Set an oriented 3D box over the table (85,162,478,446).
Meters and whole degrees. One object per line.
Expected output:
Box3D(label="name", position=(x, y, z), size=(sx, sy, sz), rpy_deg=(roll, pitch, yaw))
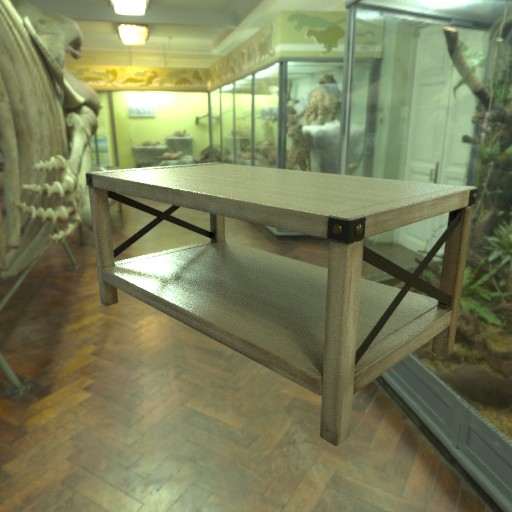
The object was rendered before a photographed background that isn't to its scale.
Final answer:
Box3D(label="table", position=(0.000, 0.000, 1.314), size=(0.559, 0.456, 1.016), rpy_deg=(-16, 23, -42))
